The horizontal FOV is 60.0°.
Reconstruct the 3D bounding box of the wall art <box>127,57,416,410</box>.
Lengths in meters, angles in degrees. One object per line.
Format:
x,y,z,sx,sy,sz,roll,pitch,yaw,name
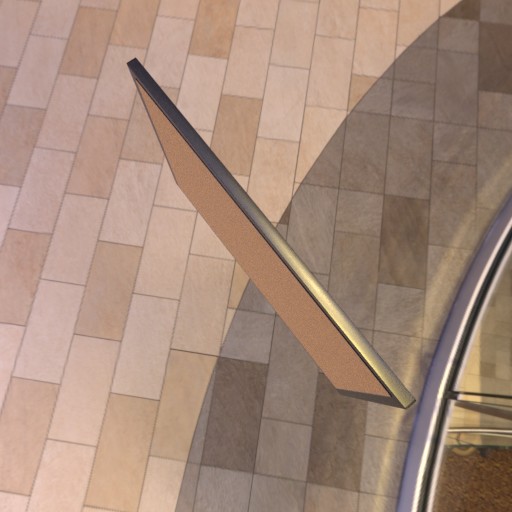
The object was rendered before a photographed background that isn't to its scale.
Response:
0.000,0.000,0.575,0.013,0.306,0.440,-36,78,-9,wall art
